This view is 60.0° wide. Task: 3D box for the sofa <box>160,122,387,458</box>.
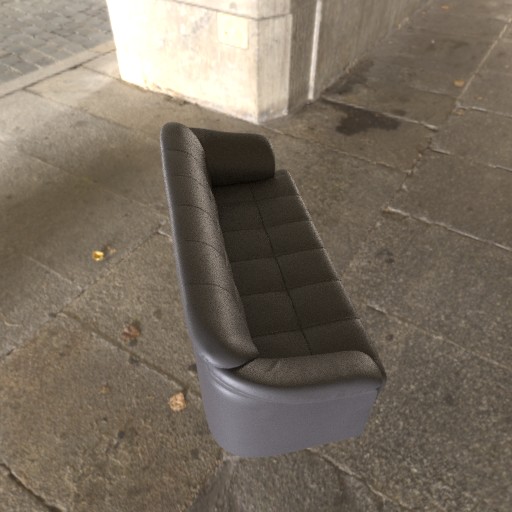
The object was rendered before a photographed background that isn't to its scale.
[{"bbox_3d":[0.000,0.000,2.298,0.800,0.811,1.829,-9,46,-9],"label":"sofa"}]
